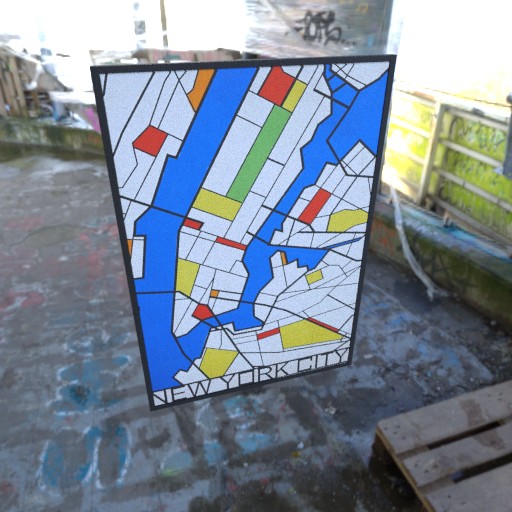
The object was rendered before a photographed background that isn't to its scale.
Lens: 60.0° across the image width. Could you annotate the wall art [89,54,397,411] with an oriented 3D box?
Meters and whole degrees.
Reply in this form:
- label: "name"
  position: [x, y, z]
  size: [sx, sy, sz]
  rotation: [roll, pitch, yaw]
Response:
- label: "wall art"
  position: [0.000, 0.000, 0.810]
  size: [0.460, 0.660, 0.013]
  rotation: [-9, 32, -15]
